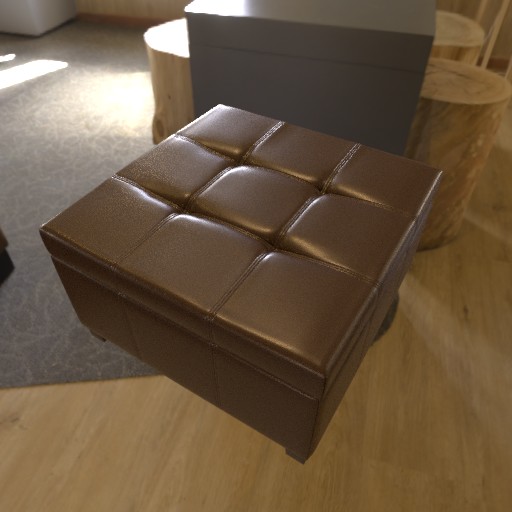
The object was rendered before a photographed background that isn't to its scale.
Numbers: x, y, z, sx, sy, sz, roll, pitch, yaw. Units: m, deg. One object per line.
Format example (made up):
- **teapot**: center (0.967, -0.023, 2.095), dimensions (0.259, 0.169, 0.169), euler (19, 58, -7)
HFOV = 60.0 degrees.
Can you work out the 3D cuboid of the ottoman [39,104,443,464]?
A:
- **ottoman**: center (0.000, 0.000, 1.313), dimensions (0.788, 0.460, 0.787), euler (24, 49, 22)
